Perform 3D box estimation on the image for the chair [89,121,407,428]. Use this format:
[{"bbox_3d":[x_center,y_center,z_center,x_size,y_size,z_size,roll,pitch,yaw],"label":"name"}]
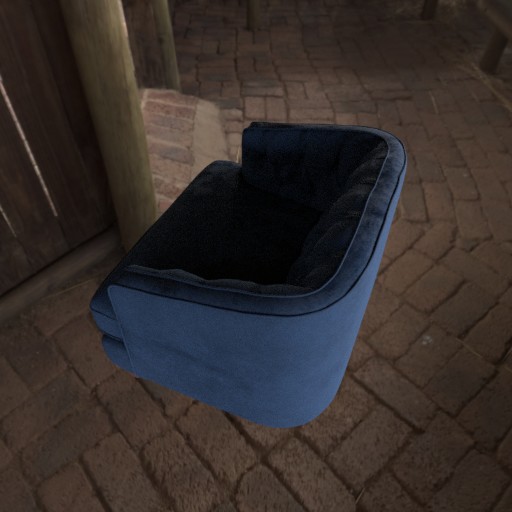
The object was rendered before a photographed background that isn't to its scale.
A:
[{"bbox_3d":[0.000,0.000,1.802,0.940,0.852,1.094,17,48,16],"label":"chair"}]
